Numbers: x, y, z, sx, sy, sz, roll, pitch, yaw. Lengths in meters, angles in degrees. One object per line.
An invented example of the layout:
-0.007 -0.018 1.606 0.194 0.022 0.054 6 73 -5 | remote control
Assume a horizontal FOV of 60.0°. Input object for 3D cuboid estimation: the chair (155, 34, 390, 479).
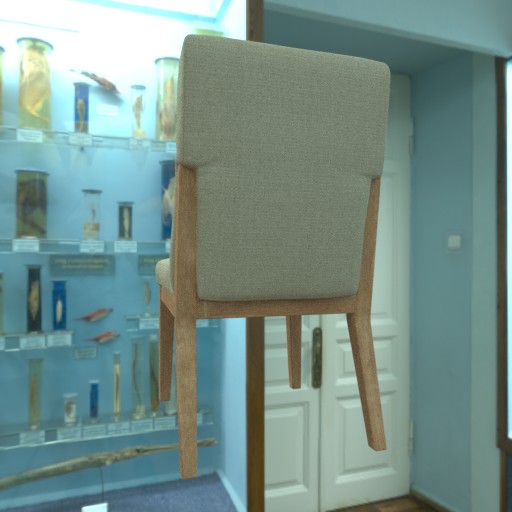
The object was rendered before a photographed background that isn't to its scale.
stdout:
0.000 0.000 1.222 0.507 0.911 0.586 0 0 -17 | chair
